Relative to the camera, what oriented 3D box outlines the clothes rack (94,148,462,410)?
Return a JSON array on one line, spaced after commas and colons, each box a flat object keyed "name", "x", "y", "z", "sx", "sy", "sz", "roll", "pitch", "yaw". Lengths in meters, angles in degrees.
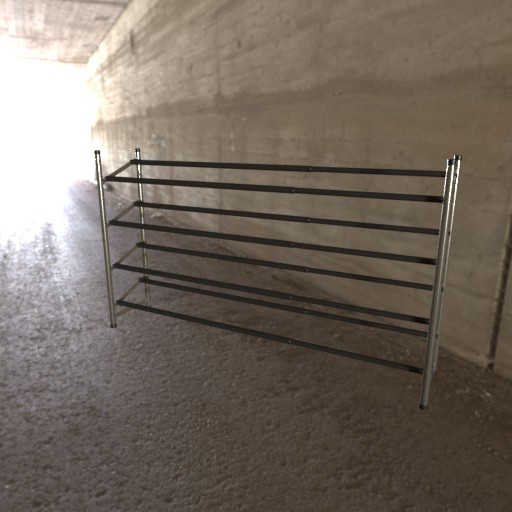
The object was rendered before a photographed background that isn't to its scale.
[{"name": "clothes rack", "x": 0.000, "y": 0.000, "z": 1.473, "sx": 1.168, "sy": 0.672, "sz": 0.229, "roll": 8, "pitch": 17, "yaw": 26}]
